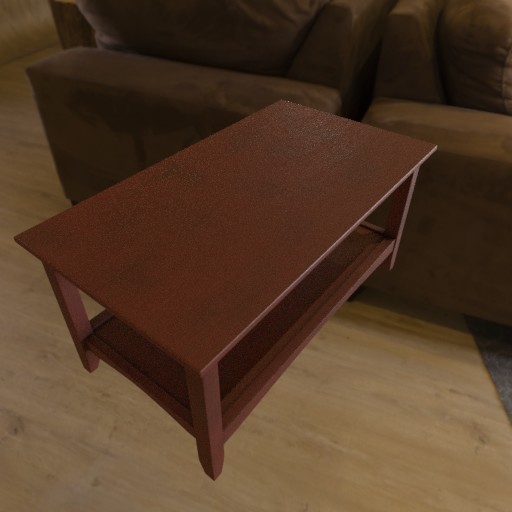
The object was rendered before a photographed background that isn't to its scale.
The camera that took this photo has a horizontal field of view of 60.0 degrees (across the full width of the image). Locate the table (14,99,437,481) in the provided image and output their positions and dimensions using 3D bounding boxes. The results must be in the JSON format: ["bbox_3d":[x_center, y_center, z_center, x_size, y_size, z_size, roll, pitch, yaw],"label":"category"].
[{"bbox_3d":[0.000,0.000,1.216,0.533,0.456,0.943,27,48,28],"label":"table"}]
